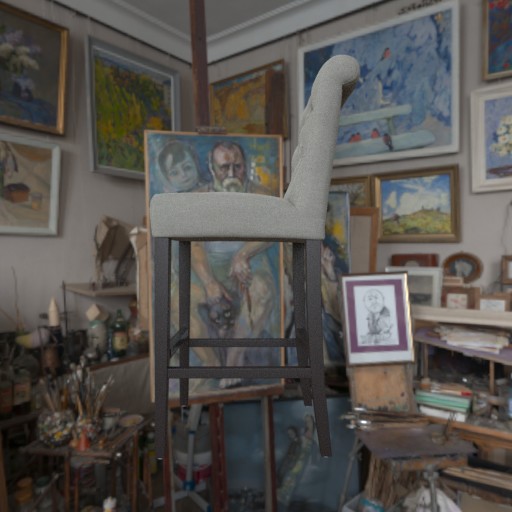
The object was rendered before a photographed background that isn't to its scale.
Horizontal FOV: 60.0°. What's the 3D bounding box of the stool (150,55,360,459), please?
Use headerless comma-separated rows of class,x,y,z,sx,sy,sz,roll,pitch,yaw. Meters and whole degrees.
stool,0.000,0.000,1.466,0.601,1.140,0.493,0,1,0
